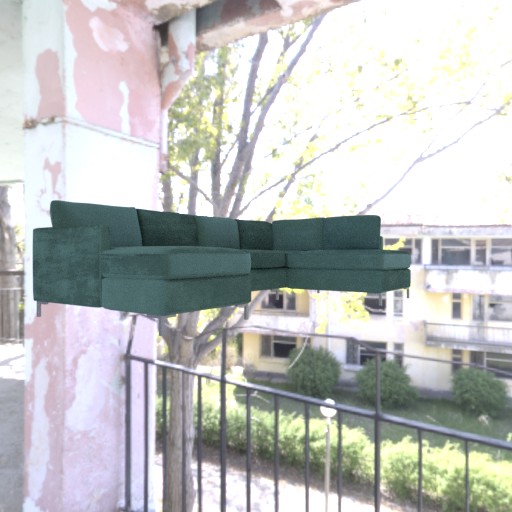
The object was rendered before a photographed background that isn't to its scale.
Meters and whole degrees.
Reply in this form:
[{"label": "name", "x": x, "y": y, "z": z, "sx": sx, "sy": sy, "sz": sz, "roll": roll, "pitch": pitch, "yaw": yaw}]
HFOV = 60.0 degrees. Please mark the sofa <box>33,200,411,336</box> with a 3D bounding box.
[{"label": "sofa", "x": 0.000, "y": 0.000, "z": 4.397, "sx": 2.055, "sy": 0.992, "sz": 3.434, "roll": 0, "pitch": 0, "yaw": 36}]
